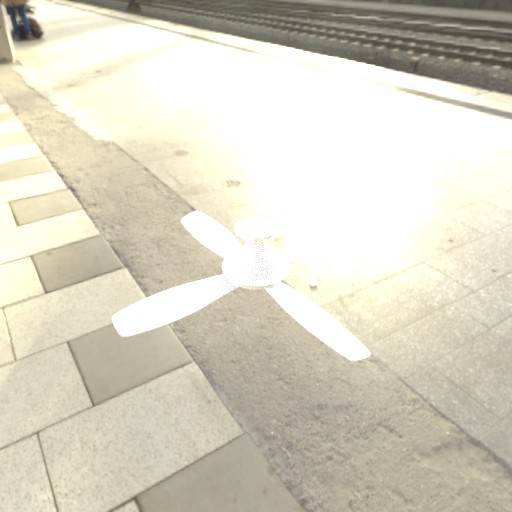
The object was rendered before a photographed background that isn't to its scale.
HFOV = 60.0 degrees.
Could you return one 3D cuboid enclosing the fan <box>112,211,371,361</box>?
[{"bbox_3d":[0.000,0.000,2.532,1.693,0.382,1.694,-21,39,-29],"label":"fan"}]
